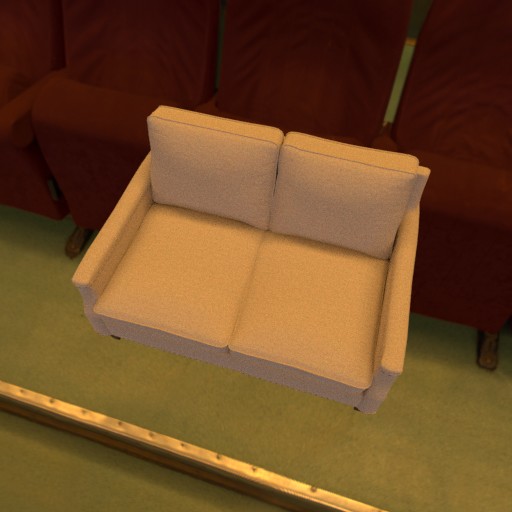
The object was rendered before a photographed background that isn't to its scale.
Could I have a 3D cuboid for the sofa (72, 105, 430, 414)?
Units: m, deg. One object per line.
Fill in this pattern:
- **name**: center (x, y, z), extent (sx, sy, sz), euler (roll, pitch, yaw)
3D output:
- **sofa**: center (0.000, 0.000, 2.348), extent (1.597, 1.003, 1.084), euler (14, 59, 9)
